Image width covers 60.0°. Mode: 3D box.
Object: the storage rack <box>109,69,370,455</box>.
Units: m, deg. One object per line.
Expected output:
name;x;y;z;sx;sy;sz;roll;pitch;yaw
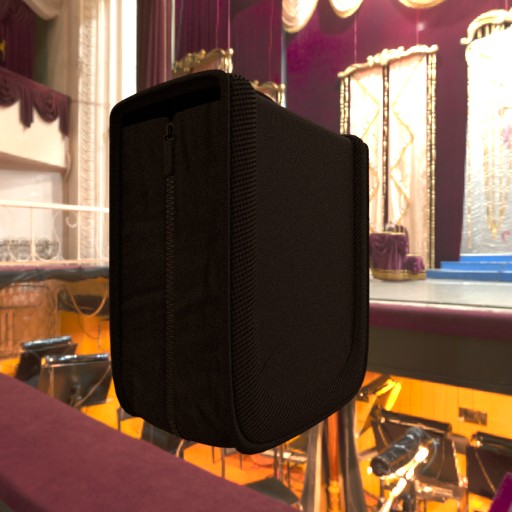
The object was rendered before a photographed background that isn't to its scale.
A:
storage rack;0.000;0.000;0.531;0.168;0.387;0.297;0;0;37
